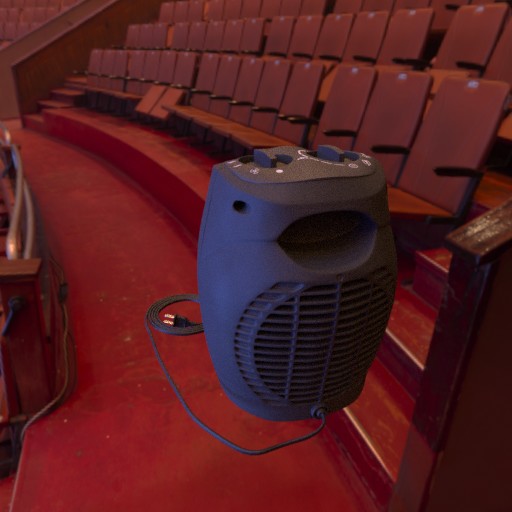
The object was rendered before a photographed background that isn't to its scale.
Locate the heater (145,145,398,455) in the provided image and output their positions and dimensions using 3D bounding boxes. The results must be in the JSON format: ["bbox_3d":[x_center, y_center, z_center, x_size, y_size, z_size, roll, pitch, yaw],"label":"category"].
[{"bbox_3d":[0.000,0.000,0.468,0.239,0.240,0.291,-8,26,-16],"label":"heater"}]
